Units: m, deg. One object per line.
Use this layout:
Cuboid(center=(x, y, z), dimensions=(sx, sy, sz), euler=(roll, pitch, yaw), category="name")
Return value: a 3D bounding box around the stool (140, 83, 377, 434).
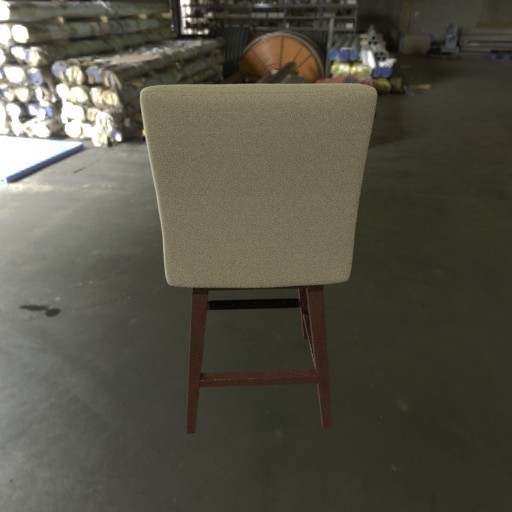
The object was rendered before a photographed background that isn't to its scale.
Cuboid(center=(0.000, 0.000, 1.258), dimensions=(0.483, 0.991, 0.559), euler=(-1, 29, -2), category="stool")
